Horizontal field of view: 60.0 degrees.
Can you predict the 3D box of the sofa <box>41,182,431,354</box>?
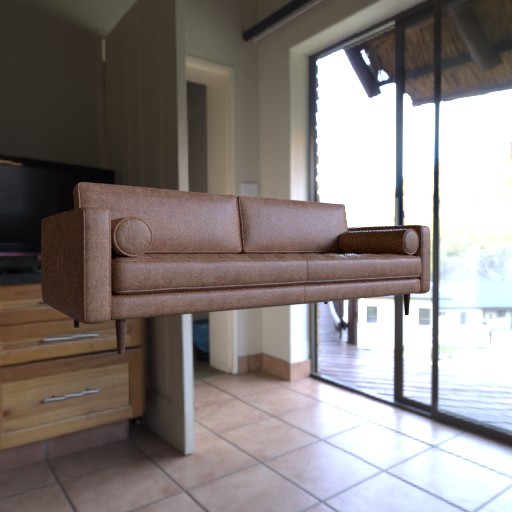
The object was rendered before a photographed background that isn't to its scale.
[{"bbox_3d":[0.000,0.000,2.623,2.200,0.770,0.919,0,1,-35],"label":"sofa"}]
